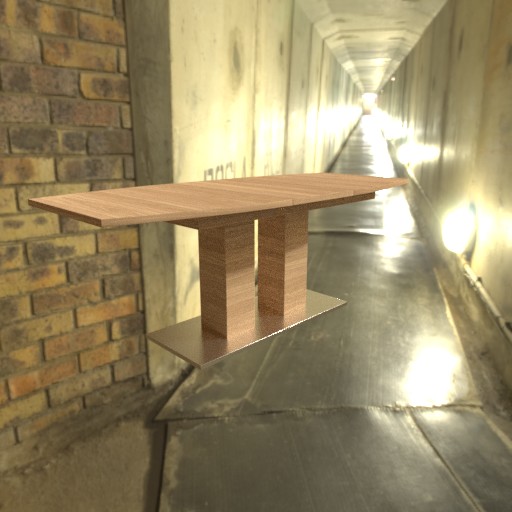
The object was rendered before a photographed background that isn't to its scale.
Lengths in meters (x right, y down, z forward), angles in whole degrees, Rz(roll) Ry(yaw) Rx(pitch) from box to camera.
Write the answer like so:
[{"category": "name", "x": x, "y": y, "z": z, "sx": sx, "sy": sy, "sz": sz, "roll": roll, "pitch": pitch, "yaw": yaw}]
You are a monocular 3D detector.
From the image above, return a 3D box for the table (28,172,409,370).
[{"category": "table", "x": 0.000, "y": 0.000, "z": 2.415, "sx": 2.032, "sy": 0.750, "sz": 0.900, "roll": -14, "pitch": 21, "yaw": -43}]
